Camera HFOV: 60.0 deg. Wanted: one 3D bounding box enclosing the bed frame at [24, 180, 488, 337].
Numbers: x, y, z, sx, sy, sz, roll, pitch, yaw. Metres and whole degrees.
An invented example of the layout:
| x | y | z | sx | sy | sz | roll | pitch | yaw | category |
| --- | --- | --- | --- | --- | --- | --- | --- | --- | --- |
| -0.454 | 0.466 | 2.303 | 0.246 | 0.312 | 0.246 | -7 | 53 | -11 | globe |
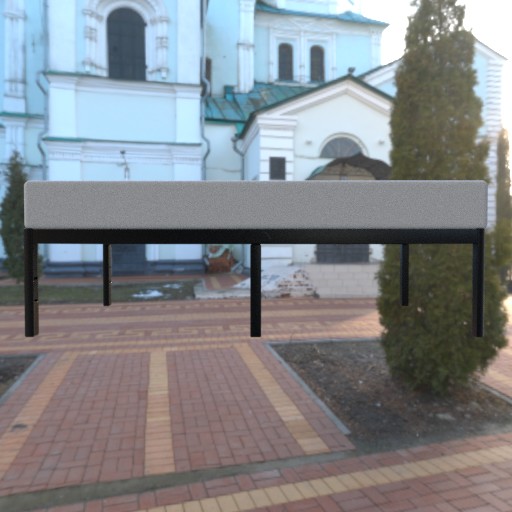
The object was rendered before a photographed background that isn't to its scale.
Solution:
| x | y | z | sx | sy | sz | roll | pitch | yaw | category |
| --- | --- | --- | --- | --- | --- | --- | --- | --- | --- |
| 0.000 | 0.000 | 2.356 | 1.950 | 0.659 | 1.023 | 0 | 1 | 0 | bed frame |
